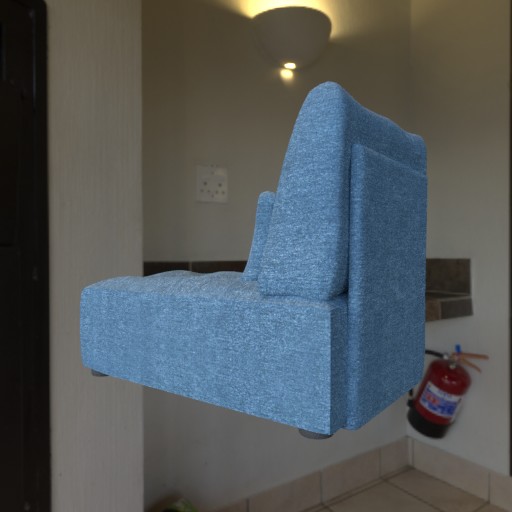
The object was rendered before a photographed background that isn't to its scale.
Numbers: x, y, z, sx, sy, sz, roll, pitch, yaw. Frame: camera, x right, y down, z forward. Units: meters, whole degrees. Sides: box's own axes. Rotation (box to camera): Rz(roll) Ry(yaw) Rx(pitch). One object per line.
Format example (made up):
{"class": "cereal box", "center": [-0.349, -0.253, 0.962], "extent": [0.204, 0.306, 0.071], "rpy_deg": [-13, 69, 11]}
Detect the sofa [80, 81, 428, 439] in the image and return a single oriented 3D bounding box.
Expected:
{"class": "sofa", "center": [0.000, 0.000, 1.515], "extent": [1.000, 0.820, 0.700], "rpy_deg": [0, 1, 37]}
